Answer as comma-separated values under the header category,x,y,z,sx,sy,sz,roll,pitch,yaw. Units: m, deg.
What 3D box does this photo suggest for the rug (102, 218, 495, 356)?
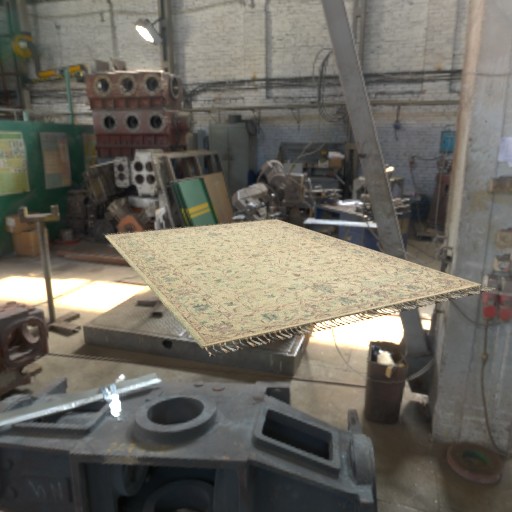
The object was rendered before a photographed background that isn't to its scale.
category,x,y,z,sx,sy,sz,roll,pitch,yaw
rug,0.000,0.000,2.269,1.247,0.008,1.802,-8,17,-26
